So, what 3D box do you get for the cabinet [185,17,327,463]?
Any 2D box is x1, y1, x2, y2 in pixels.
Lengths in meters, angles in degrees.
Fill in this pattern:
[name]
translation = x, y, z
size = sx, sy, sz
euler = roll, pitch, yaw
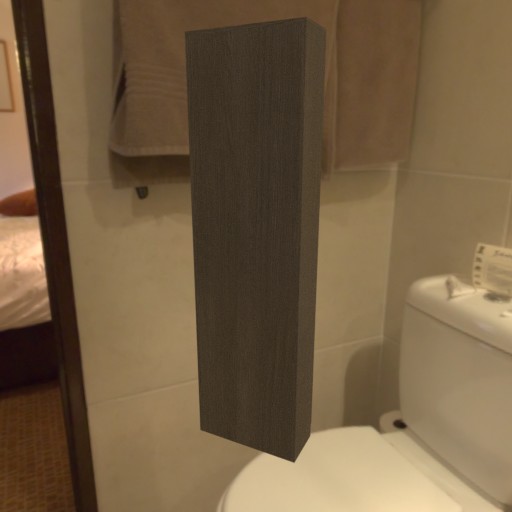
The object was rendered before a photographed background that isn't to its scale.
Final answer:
[cabinet]
translation = 0.000, 0.000, 1.939
size = 0.500, 1.790, 0.230
euler = 8, 17, 26
